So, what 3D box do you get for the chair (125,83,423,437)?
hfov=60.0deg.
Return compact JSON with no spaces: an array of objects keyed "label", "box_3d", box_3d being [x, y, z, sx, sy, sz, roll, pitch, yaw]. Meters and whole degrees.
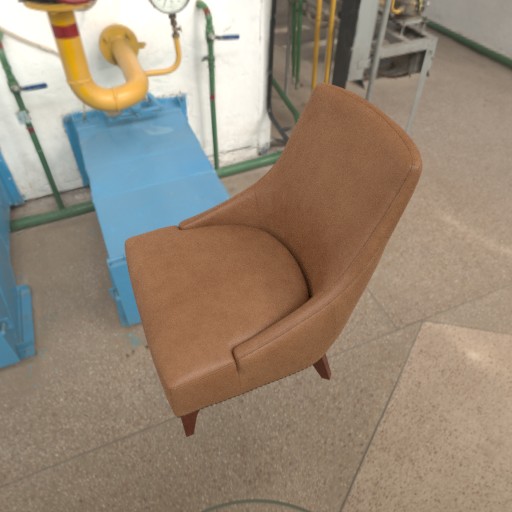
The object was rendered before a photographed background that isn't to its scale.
[{"label":"chair","box_3d":[0.000,0.000,1.542,0.861,0.909,0.701,-16,48,-15]}]
